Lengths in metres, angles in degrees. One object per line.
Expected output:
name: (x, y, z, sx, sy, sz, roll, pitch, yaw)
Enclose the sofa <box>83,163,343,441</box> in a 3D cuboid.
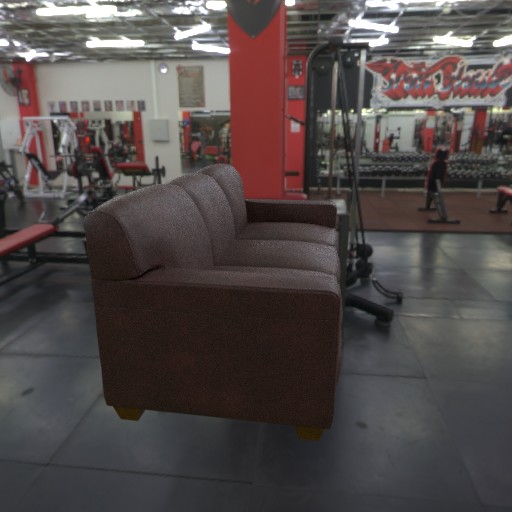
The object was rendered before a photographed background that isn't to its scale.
sofa: (0.000, 0.000, 2.619, 1.008, 0.953, 2.039, 3, 16, 9)
